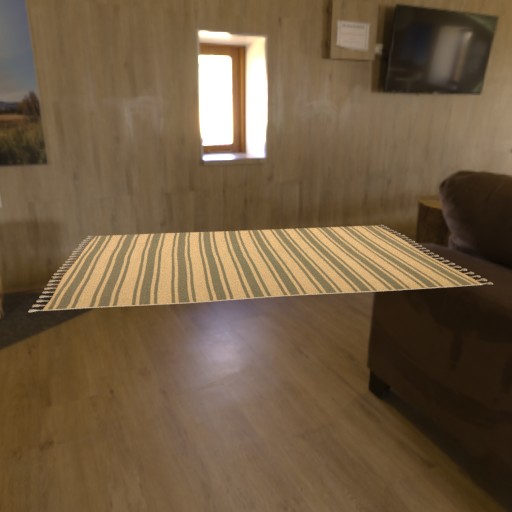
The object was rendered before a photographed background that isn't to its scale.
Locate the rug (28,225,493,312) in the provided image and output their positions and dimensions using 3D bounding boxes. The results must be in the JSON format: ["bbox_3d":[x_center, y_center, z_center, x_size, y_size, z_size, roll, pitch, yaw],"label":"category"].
[{"bbox_3d":[0.000,0.000,2.500,2.084,0.009,1.222,-3,17,-8],"label":"rug"}]
